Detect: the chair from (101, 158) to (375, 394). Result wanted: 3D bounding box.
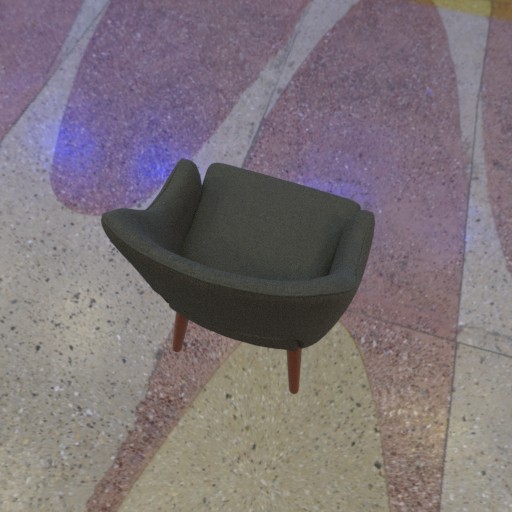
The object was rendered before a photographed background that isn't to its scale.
[{"bbox_3d":[0.000,0.000,1.195,0.559,0.838,0.560,17,64,9],"label":"chair"}]
